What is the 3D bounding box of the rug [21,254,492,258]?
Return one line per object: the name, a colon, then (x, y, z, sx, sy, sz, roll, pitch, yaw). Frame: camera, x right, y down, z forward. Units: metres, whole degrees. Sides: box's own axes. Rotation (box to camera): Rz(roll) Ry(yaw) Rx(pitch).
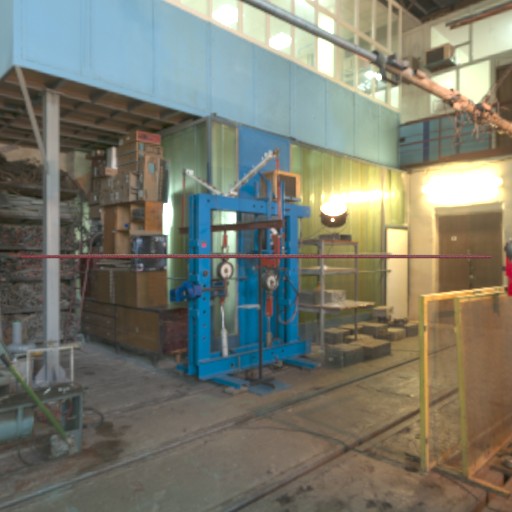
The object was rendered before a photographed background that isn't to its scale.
rug: (0.000, 0.000, 2.288, 1.802, 0.013, 1.194, 0, 0, 0)
